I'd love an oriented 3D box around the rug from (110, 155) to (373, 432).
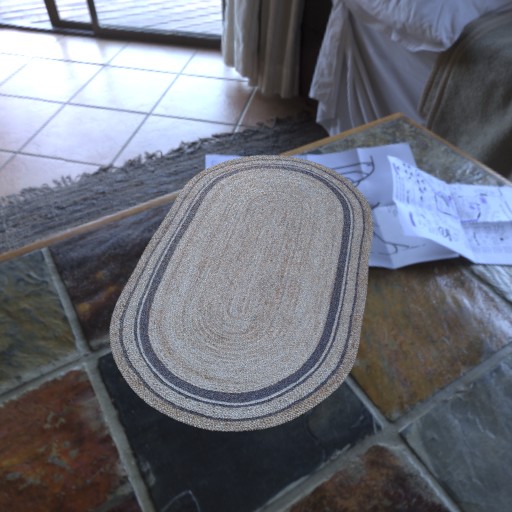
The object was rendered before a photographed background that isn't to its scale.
[{"bbox_3d":[0.000,0.000,3.030,1.520,0.006,2.432,11,48,10],"label":"rug"}]
